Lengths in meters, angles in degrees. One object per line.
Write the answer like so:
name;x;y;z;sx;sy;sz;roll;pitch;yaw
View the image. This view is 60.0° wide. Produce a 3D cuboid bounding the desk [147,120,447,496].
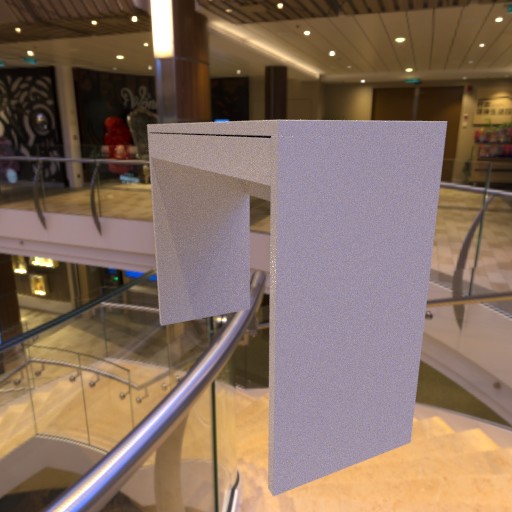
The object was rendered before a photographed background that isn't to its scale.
desk;0.000;0.000;1.380;0.400;0.790;1.000;-8;18;-25
